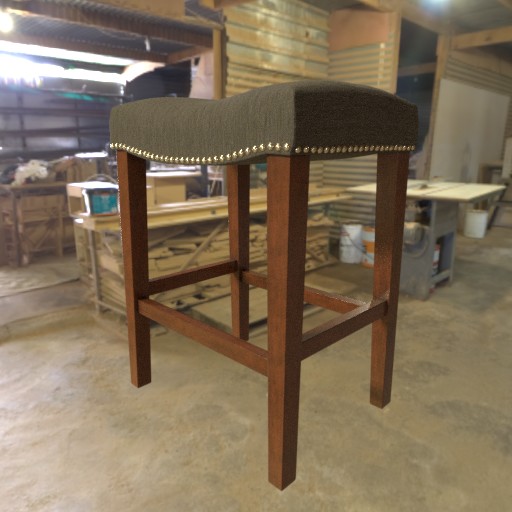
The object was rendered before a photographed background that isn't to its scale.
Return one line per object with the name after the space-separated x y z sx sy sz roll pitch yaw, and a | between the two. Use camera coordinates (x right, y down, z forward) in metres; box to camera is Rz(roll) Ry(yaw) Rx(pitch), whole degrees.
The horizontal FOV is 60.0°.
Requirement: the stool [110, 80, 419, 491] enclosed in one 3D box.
0.000 0.000 0.938 0.504 0.654 0.372 14 20 43 | stool
